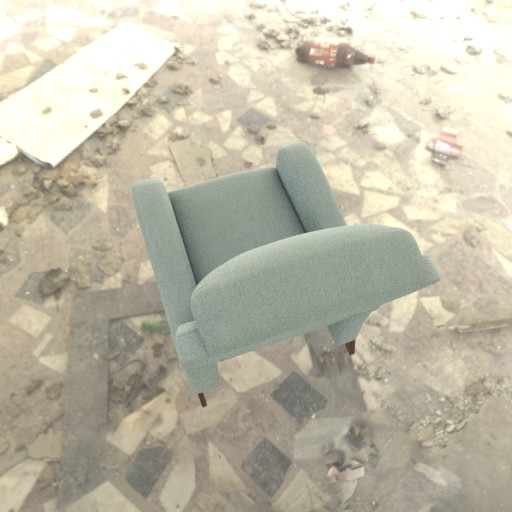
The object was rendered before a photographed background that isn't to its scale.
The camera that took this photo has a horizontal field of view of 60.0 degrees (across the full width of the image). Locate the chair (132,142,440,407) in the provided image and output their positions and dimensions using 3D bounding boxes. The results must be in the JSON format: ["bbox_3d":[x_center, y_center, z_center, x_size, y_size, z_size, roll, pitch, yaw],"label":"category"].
[{"bbox_3d":[0.000,0.000,1.706,0.785,1.067,0.988,-16,58,-10],"label":"chair"}]
